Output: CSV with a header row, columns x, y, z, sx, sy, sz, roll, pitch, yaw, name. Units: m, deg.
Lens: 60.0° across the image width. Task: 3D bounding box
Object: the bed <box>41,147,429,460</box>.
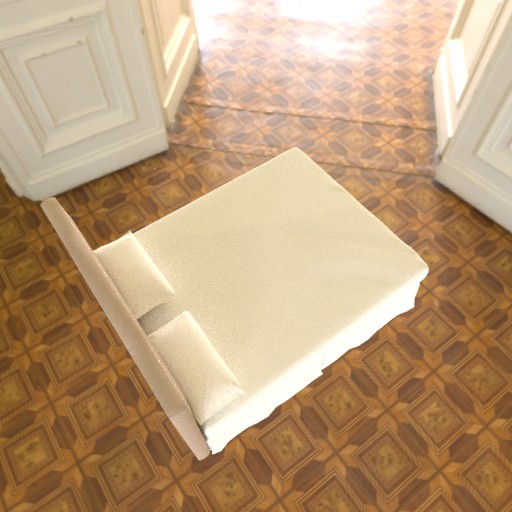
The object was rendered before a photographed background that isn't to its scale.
x,y,z,sx,sy,sz,roll,pitch,yaw,name
0.000,0.000,3.429,2.282,1.436,1.821,-32,63,-19,bed
